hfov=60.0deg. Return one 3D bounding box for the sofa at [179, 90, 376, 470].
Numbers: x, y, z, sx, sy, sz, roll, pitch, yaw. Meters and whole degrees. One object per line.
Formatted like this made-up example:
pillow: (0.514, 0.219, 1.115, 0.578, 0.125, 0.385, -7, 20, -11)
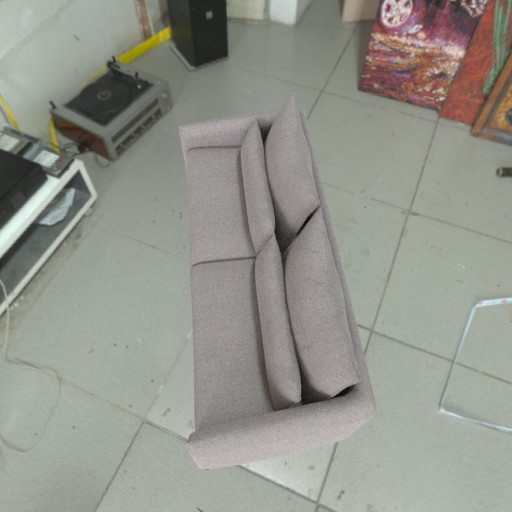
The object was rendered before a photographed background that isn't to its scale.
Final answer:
sofa: (0.000, 0.000, 2.450, 0.809, 0.833, 2.022, -5, 58, -3)
